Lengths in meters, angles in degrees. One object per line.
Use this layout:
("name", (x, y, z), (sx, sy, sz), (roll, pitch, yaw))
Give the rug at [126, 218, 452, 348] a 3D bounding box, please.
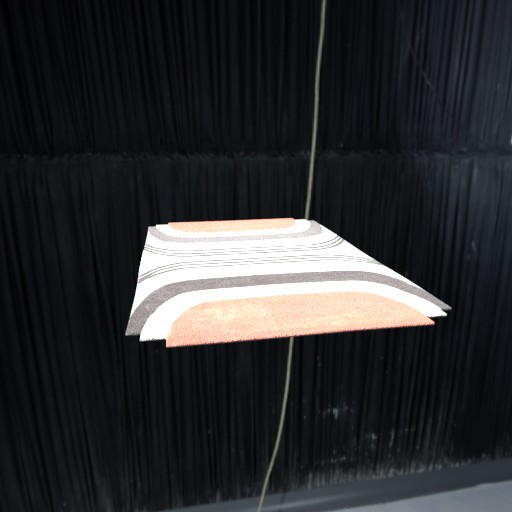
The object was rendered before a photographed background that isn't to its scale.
("rug", (0.000, 0.000, 3.033), (1.530, 0.017, 2.446), (-3, 16, -10))
